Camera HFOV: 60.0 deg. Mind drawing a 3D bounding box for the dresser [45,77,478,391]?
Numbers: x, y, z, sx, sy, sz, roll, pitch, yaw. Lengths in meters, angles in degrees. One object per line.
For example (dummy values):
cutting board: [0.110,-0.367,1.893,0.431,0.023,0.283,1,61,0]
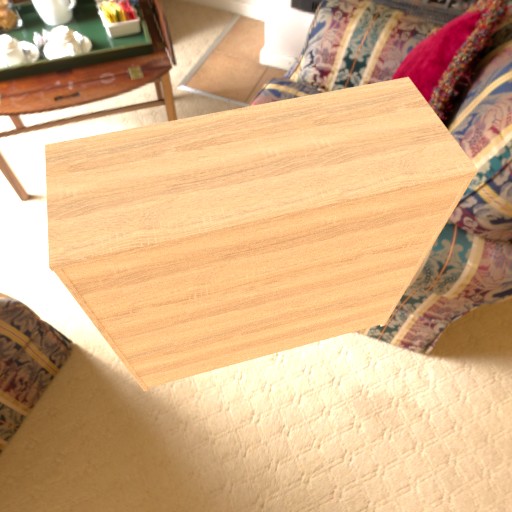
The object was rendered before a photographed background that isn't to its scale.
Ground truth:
dresser: [0.000,0.000,1.448,0.980,0.900,0.380,-13,58,-8]
